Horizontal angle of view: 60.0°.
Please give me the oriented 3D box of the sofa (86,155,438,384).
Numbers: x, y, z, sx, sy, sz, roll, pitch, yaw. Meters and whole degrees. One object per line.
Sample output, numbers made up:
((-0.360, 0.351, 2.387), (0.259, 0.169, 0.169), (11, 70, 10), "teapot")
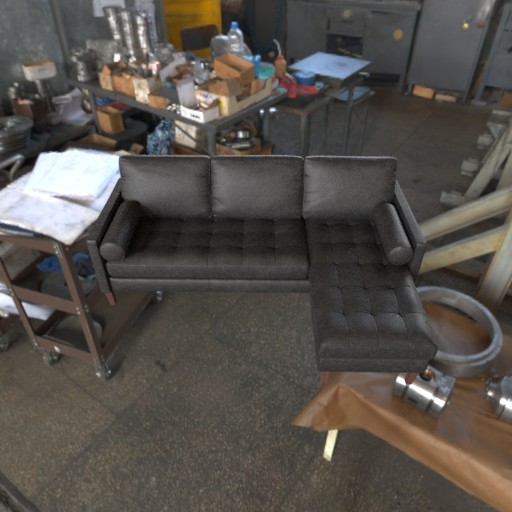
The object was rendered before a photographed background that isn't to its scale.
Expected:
((0.000, 0.000, 2.962), (2.178, 0.876, 1.497), (1, 39, 1), "sofa")
